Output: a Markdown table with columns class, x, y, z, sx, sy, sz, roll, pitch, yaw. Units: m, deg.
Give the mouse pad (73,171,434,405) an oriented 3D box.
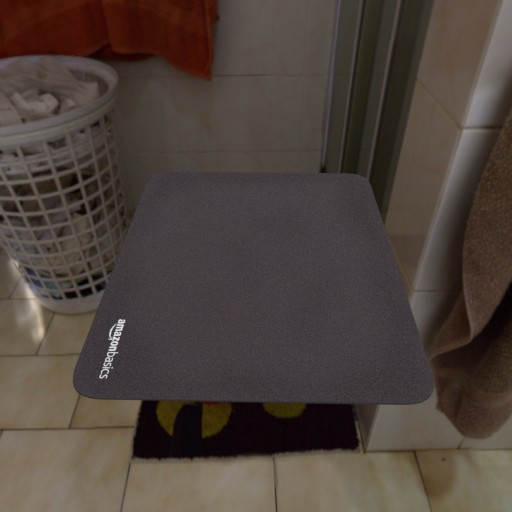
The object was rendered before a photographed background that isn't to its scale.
| class | x | y | z | sx | sy | sz | roll | pitch | yaw |
| --- | --- | --- | --- | --- | --- | --- | --- | --- | --- |
| mouse pad | 0.000 | 0.000 | 0.433 | 0.269 | 0.002 | 0.315 | 1 | 41 | 1 |
